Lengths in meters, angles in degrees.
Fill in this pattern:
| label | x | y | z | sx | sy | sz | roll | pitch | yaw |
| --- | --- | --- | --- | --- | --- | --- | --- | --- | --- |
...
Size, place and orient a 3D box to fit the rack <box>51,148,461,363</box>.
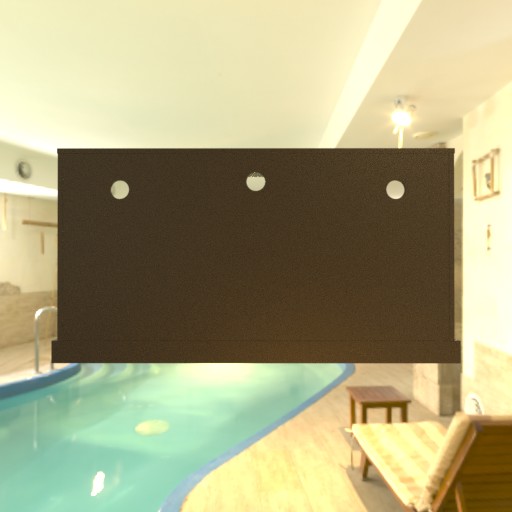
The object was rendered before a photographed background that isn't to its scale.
| label | x | y | z | sx | sy | sz | roll | pitch | yaw |
| --- | --- | --- | --- | --- | --- | --- | --- | --- | --- |
| rack | 0.000 | 0.000 | 1.507 | 1.206 | 0.635 | 0.399 | 0 | 0 | 0 |
